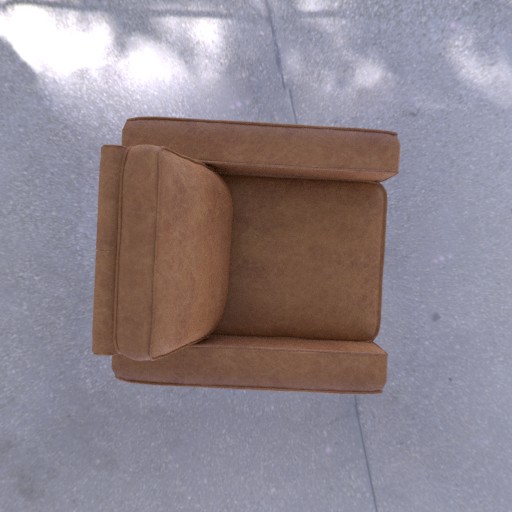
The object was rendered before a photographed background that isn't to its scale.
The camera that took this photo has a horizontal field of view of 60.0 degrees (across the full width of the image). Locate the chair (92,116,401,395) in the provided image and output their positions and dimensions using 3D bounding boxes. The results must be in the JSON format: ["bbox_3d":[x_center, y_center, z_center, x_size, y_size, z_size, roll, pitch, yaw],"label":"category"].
[{"bbox_3d":[0.000,0.000,1.704,1.027,0.901,0.987,0,91,-1],"label":"chair"}]
